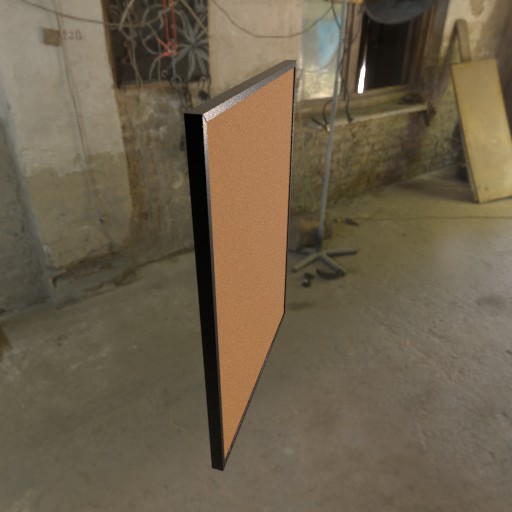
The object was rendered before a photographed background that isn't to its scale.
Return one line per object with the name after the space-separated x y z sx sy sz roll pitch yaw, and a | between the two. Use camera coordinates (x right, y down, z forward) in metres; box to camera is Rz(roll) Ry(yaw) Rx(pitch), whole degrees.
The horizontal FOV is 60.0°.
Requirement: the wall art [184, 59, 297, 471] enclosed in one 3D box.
0.000 0.000 1.415 0.040 1.062 0.805 9 32 14 | wall art
